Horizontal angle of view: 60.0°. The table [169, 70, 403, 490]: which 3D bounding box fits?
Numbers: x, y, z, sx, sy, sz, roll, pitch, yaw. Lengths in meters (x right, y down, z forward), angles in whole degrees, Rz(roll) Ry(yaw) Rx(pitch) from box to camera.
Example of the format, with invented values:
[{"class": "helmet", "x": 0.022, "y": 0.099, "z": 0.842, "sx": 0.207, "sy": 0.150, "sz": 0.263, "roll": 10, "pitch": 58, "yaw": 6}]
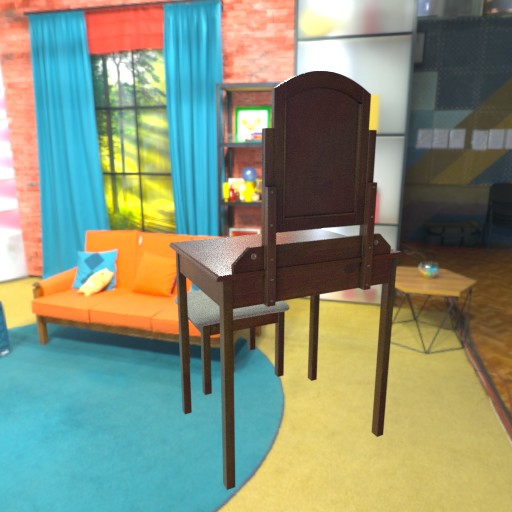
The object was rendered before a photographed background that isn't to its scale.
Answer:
[{"class": "table", "x": 0.000, "y": 0.000, "z": 2.294, "sx": 0.876, "sy": 1.631, "sz": 1.211, "roll": -7, "pitch": 15, "yaw": -25}]
